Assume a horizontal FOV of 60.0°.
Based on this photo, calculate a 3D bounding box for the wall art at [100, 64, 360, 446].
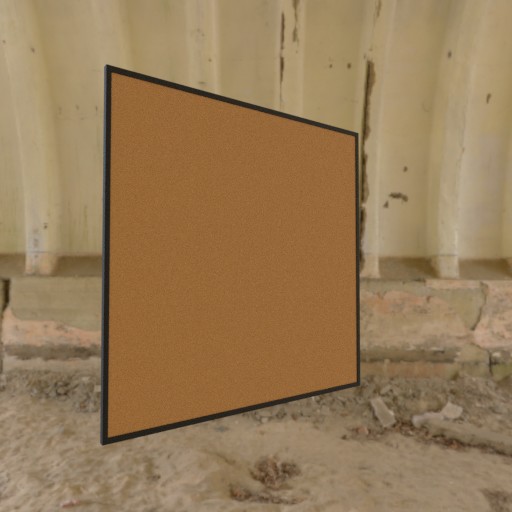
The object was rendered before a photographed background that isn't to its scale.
[{"bbox_3d":[0.000,0.000,0.972,0.664,0.663,0.015,1,-2,-36],"label":"wall art"}]
